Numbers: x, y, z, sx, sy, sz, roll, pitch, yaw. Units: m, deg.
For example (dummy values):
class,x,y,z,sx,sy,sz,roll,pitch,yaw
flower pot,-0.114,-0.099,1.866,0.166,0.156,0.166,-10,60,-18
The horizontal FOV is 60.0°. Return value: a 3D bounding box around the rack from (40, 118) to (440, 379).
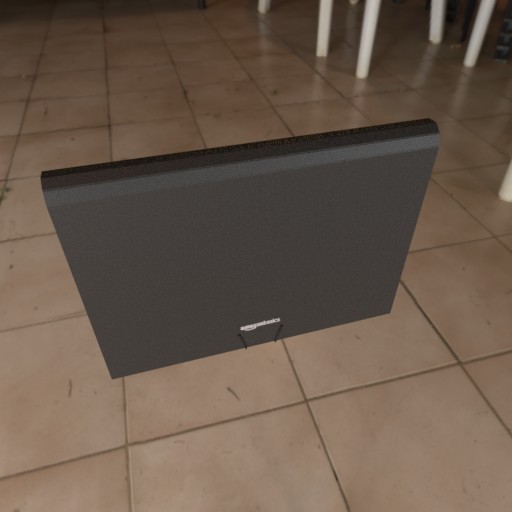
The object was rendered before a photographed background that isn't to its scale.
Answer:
class,x,y,z,sx,sy,sz,roll,pitch,yaw
rack,0.000,0.000,0.441,0.330,0.241,0.041,-11,43,-12
